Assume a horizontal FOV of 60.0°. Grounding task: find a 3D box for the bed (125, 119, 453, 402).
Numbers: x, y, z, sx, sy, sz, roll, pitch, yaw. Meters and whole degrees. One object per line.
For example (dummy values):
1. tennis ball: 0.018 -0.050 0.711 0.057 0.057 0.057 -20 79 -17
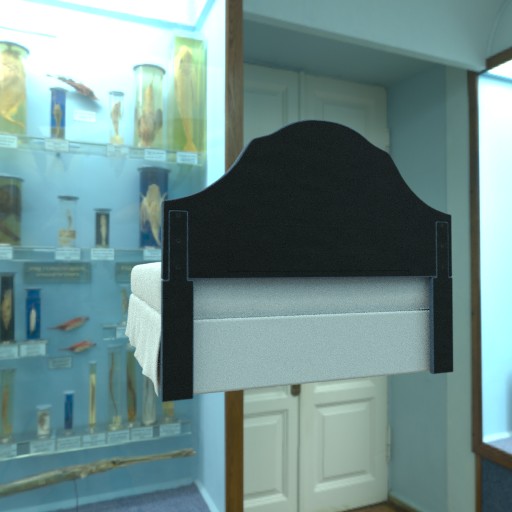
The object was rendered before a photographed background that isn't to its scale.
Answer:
1. bed: 0.000 0.000 3.851 2.039 1.617 2.477 0 -1 -20
